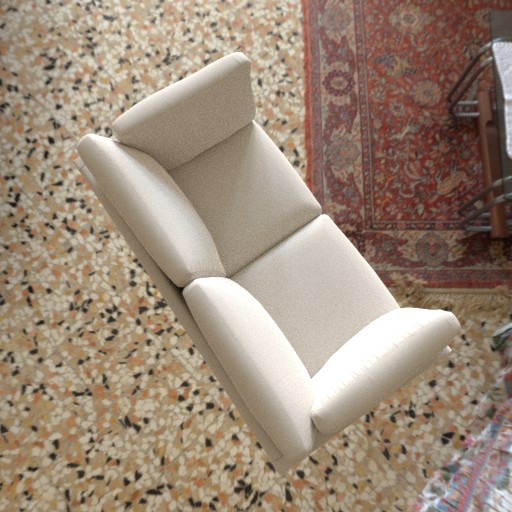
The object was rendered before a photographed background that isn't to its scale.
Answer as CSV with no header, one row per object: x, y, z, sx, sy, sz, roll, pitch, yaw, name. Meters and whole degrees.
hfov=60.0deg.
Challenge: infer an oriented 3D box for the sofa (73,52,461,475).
0.000,0.000,2.253,0.970,0.836,1.776,-34,79,-7,sofa
